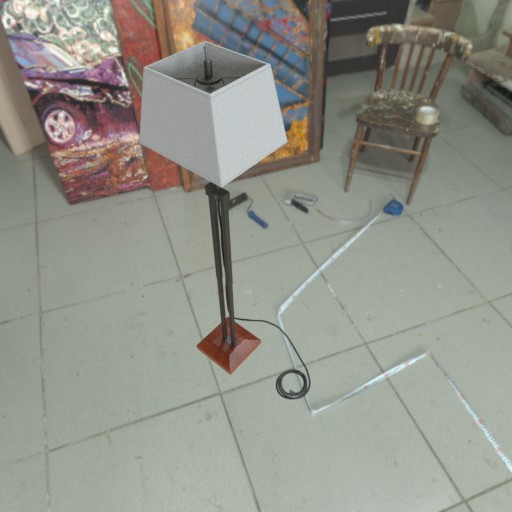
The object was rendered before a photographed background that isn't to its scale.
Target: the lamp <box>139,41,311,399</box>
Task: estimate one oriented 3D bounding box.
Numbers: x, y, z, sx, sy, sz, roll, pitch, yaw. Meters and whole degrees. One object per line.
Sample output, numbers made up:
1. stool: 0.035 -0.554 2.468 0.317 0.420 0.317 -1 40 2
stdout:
1. lamp: 0.000 0.000 2.007 0.745 1.712 0.472 32 54 26
